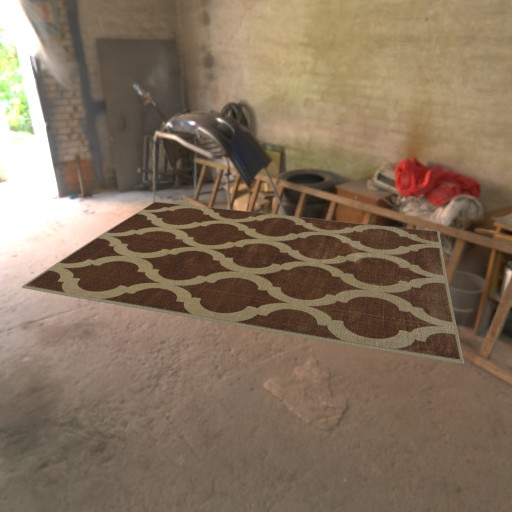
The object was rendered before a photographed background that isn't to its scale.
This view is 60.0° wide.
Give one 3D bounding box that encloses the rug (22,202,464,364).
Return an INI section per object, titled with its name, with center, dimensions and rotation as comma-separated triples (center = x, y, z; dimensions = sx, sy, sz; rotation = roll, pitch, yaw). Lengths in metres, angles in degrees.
[rug]
center = 0.000, 0.000, 2.823
dimensions = 2.290, 0.014, 1.526
rotation = 7, 27, 15
